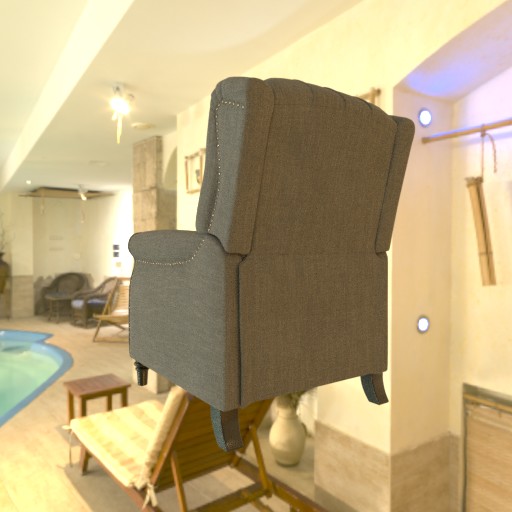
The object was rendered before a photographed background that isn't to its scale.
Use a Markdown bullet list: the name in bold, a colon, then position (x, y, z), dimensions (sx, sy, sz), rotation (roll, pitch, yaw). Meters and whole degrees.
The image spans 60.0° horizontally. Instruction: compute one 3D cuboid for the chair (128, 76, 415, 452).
- **chair**: position (0.000, 0.000, 1.634), dimensions (0.742, 1.035, 0.898), rotation (-1, 2, -35)
